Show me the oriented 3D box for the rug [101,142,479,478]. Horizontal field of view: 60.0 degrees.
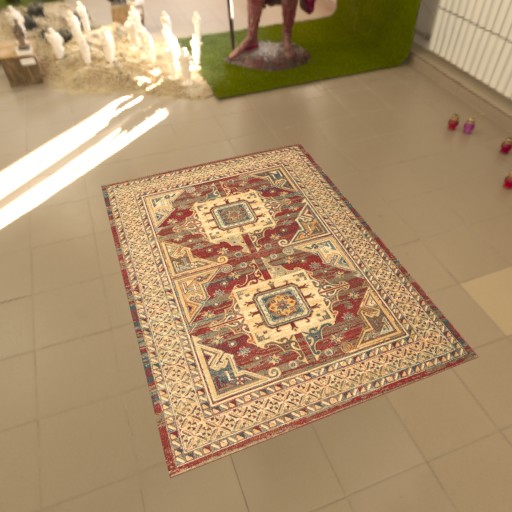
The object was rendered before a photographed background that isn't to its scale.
[{"bbox_3d":[0.000,0.000,4.089,2.381,0.013,3.197,-16,48,-14],"label":"rug"}]
